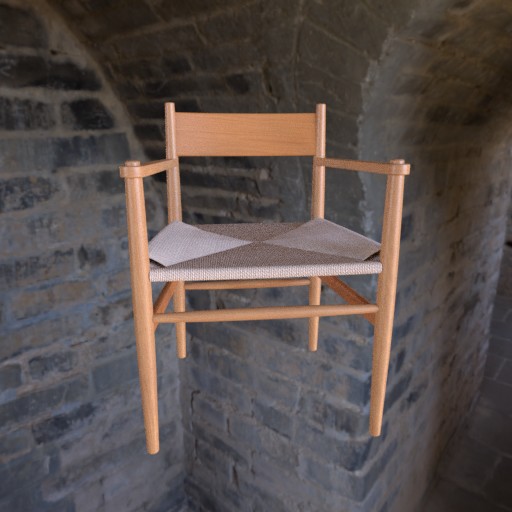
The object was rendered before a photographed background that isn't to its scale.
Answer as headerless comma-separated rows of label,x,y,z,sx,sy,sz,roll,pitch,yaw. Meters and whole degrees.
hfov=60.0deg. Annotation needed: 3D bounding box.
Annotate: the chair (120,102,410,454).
chair,0.000,0.000,1.124,0.556,0.762,0.495,-2,15,-6
